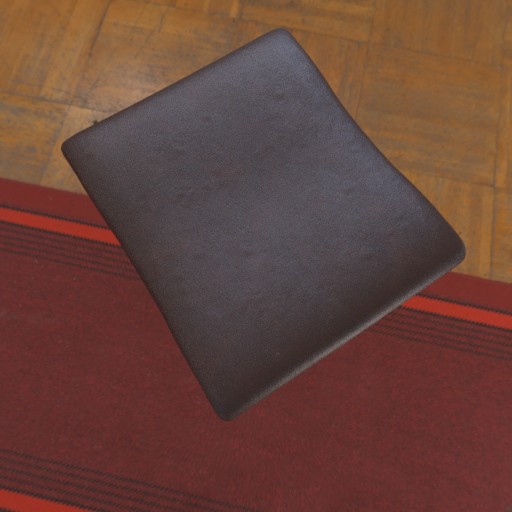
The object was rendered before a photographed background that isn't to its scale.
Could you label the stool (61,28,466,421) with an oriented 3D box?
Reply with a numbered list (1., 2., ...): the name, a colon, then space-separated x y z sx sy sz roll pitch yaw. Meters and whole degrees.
1. stool: 0.000 0.000 0.893 0.397 0.608 0.465 -32 76 -9
